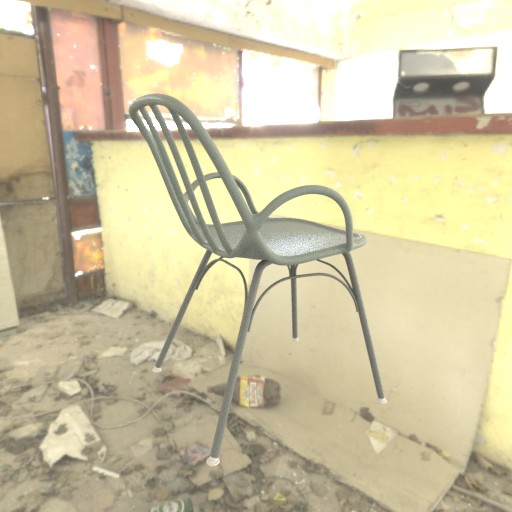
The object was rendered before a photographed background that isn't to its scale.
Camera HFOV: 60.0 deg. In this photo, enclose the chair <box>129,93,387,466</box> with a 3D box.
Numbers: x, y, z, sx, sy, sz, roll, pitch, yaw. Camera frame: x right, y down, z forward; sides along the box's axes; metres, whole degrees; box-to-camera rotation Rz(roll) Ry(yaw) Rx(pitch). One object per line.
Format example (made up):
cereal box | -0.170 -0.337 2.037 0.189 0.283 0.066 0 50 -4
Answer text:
chair | 0.000 0.000 1.234 0.597 0.816 0.549 -7 16 -26
